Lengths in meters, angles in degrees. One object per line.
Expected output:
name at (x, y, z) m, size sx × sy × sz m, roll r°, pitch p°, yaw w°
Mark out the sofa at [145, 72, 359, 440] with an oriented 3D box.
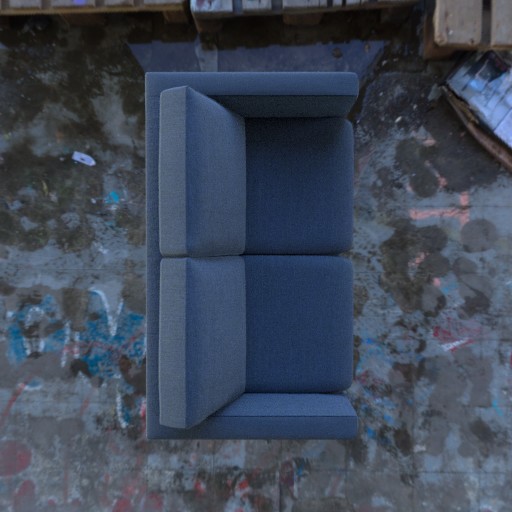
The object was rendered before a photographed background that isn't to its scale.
sofa at (0.000, 0.000, 2.251) m, size 0.999 × 0.907 × 1.659 m, roll 0°, pitch 91°, yaw 0°
